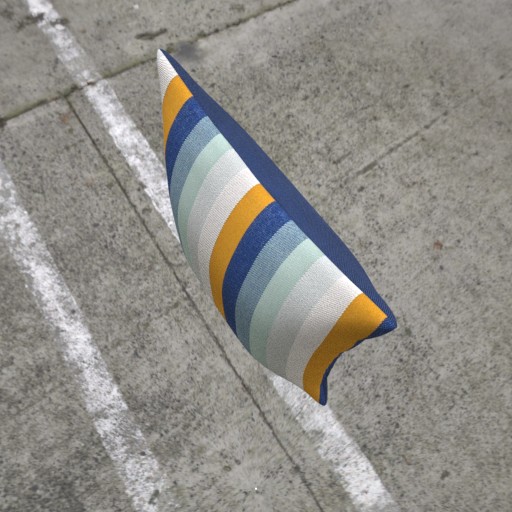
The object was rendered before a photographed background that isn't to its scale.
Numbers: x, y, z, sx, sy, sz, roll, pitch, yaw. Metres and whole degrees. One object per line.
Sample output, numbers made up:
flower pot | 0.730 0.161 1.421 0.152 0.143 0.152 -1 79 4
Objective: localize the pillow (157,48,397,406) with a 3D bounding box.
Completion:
pillow | 0.000 0.000 0.696 0.173 0.454 0.463 -31 66 -15
